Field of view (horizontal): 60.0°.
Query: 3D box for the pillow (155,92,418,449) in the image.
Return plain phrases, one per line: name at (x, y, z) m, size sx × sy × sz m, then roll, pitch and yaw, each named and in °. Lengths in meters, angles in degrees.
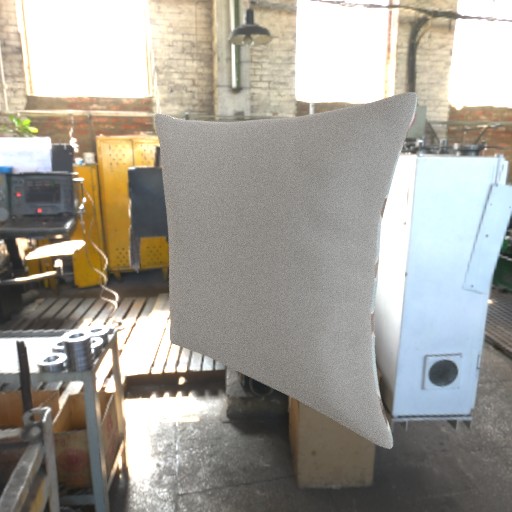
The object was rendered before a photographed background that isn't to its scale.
pillow at (0.000, 0.000, 0.785) m, size 0.552 × 0.508 × 0.166 m, roll 13°, pitch 18°, yaw 42°
